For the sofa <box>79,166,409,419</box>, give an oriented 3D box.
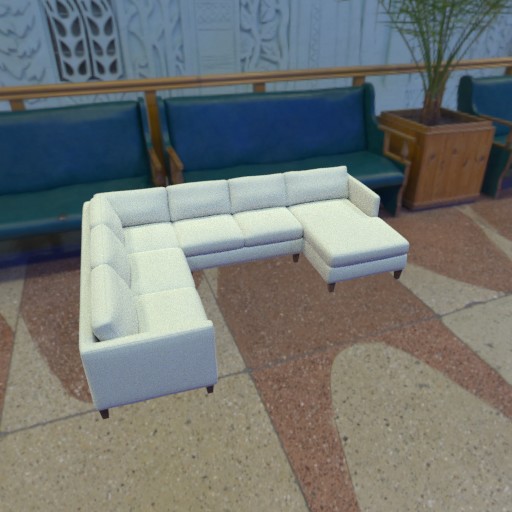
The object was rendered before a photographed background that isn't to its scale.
[{"bbox_3d":[0.000,0.000,4.442,3.238,0.853,2.551,-9,32,-15],"label":"sofa"}]
